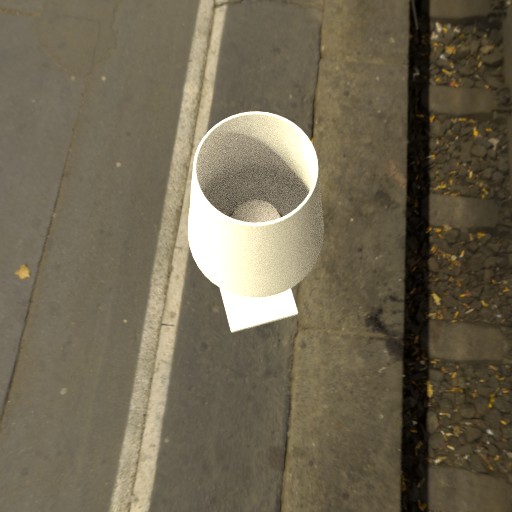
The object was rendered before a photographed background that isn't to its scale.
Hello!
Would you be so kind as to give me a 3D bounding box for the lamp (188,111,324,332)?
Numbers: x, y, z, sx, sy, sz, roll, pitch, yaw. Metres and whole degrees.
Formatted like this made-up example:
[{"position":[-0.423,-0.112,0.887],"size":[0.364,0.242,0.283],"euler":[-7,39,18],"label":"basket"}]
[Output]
[{"position":[0.000,0.000,0.719],"size":[0.181,0.639,0.181],"euler":[-15,75,-4],"label":"lamp"}]
